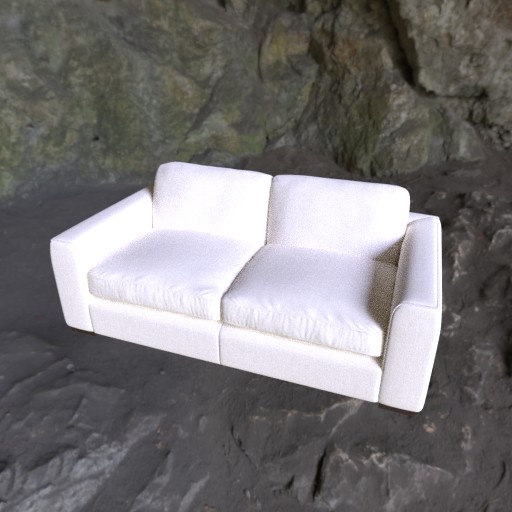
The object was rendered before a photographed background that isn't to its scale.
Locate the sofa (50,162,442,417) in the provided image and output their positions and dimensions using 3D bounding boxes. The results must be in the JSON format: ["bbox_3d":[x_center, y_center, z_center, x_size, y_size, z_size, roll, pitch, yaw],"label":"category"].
[{"bbox_3d":[0.000,0.000,2.475,1.920,0.801,1.069,9,28,18],"label":"sofa"}]
